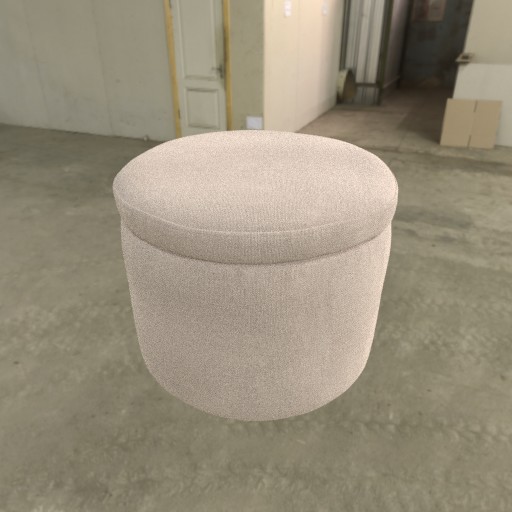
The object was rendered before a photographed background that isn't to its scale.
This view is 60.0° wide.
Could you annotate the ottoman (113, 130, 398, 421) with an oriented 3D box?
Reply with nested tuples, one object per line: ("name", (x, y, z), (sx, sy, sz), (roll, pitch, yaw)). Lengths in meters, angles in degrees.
("ottoman", (0.000, 0.000, 0.875), (0.497, 0.409, 0.497), (0, 30, 0))
